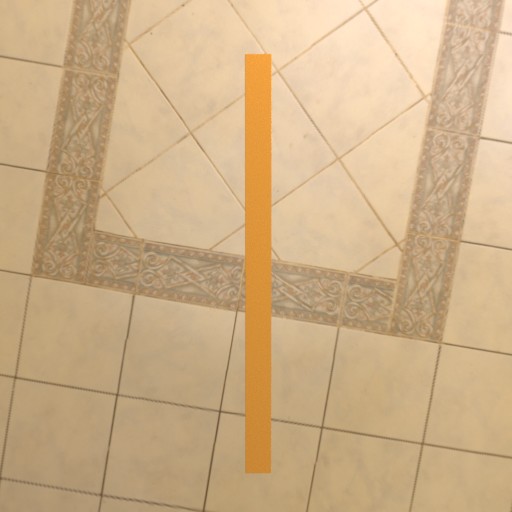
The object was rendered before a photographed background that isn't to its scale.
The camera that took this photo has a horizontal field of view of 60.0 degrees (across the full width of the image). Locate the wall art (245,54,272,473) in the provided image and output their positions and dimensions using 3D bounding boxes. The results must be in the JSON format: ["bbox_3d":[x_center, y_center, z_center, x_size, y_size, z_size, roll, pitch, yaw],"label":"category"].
[{"bbox_3d":[0.000,0.000,1.048,0.038,0.812,0.610,0,92,0],"label":"wall art"}]
